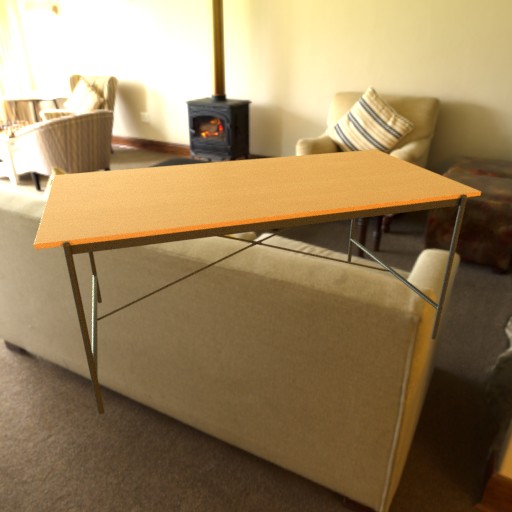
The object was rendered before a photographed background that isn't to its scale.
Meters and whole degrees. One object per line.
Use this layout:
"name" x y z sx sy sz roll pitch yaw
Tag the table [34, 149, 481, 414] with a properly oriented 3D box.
"table" 0.000 0.000 2.226 1.800 0.758 0.900 -8 27 -16
